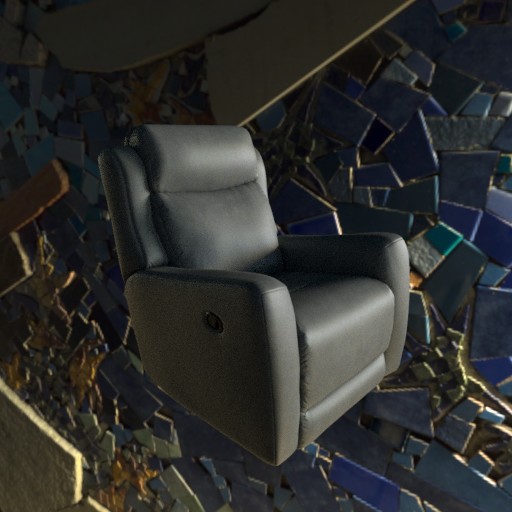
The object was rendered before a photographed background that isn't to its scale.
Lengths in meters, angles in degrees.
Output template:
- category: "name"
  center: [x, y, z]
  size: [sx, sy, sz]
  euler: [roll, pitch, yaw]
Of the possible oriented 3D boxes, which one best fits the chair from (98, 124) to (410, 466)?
- category: "chair"
  center: [0.000, 0.000, 1.955]
  size: [1.068, 1.116, 0.965]
  euler: [15, 21, 42]
